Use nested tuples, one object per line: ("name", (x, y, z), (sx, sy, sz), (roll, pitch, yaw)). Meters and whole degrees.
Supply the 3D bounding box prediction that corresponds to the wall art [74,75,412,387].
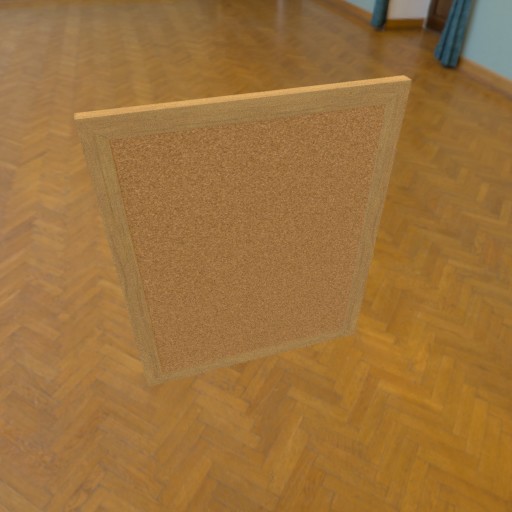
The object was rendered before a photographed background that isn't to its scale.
("wall art", (0.000, 0.000, 0.770), (0.460, 0.561, 0.020), (-11, 42, -13))
